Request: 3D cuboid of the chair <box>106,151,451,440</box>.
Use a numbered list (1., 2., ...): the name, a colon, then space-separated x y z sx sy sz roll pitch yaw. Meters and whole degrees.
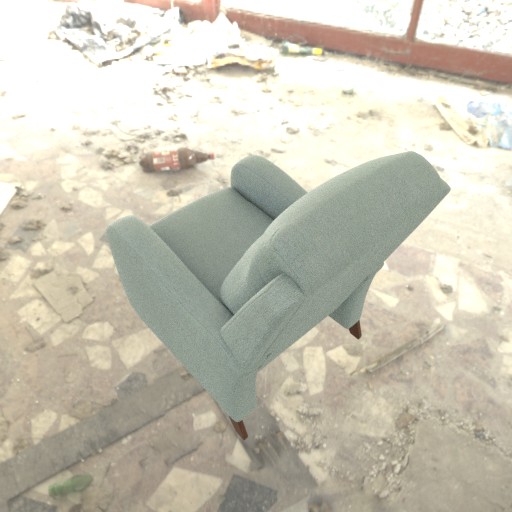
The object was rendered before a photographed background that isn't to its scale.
1. chair: 0.000 0.000 1.706 0.785 1.067 0.988 -32 53 -28
